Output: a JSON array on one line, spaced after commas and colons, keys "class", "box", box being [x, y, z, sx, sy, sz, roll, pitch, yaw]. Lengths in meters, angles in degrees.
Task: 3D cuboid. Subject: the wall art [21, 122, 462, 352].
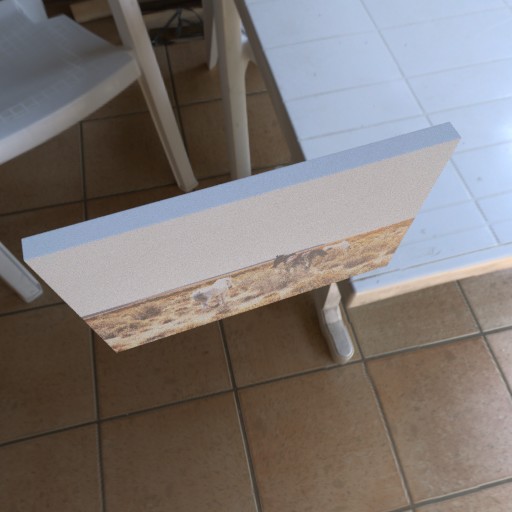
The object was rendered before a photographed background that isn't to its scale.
[{"class": "wall art", "box": [0.000, 0.000, 1.158, 0.914, 0.610, 0.050, -17, 63, -9]}]
